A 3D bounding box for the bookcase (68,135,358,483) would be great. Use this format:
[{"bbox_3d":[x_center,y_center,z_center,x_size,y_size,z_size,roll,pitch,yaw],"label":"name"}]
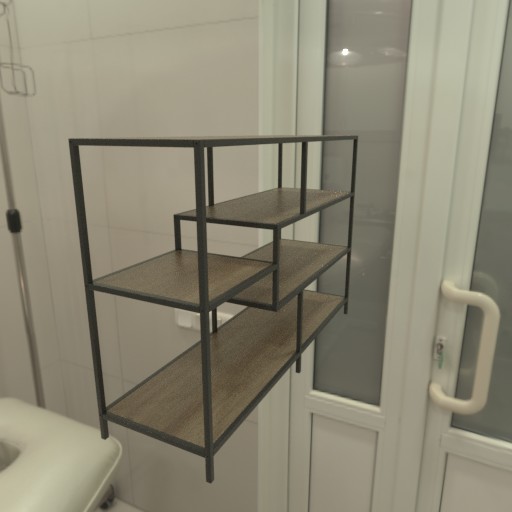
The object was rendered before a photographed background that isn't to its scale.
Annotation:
[{"bbox_3d":[0.000,0.000,1.497,0.350,0.780,1.140,8,17,26],"label":"bookcase"}]
